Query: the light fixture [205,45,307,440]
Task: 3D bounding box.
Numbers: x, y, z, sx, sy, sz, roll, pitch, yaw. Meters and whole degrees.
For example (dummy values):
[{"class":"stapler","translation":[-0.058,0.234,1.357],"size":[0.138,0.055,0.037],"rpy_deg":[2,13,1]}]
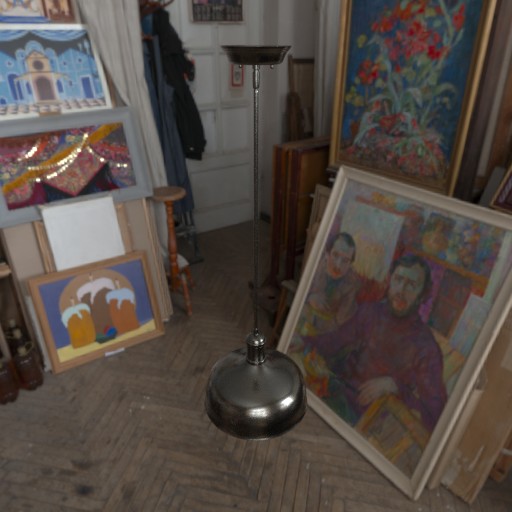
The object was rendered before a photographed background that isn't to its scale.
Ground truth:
[{"class":"light fixture","translation":[0.000,0.000,1.090],"size":[0.299,0.935,0.299],"rpy_deg":[8,28,17]}]
